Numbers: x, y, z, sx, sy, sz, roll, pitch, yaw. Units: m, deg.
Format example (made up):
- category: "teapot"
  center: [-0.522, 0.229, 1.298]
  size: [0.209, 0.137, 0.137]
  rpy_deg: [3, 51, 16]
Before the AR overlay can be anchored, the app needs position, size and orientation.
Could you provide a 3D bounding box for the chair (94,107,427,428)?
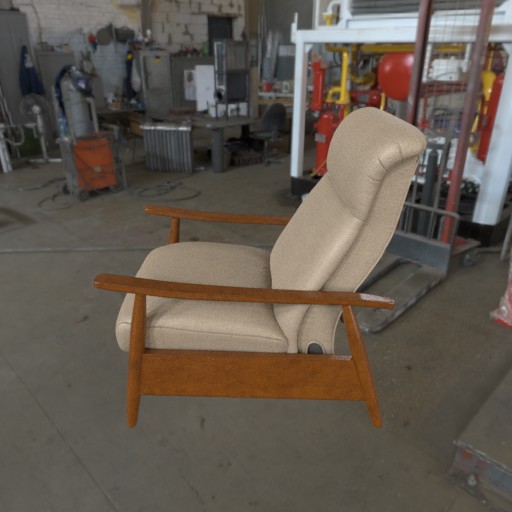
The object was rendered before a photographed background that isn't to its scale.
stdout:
- category: "chair"
  center: [0.000, 0.000, 1.770]
  size: [1.032, 1.082, 0.762]
  rpy_deg: [0, 25, 0]
